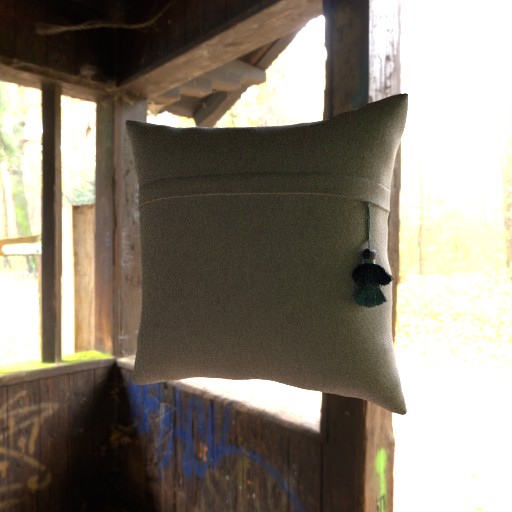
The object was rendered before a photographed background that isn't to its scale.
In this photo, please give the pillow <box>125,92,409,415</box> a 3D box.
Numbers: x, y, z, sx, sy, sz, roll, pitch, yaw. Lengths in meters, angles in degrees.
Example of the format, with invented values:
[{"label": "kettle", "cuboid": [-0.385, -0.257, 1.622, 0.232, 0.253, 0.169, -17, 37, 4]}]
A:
[{"label": "pillow", "cuboid": [0.000, 0.000, 0.665, 0.433, 0.436, 0.173, 0, 1, 17]}]
